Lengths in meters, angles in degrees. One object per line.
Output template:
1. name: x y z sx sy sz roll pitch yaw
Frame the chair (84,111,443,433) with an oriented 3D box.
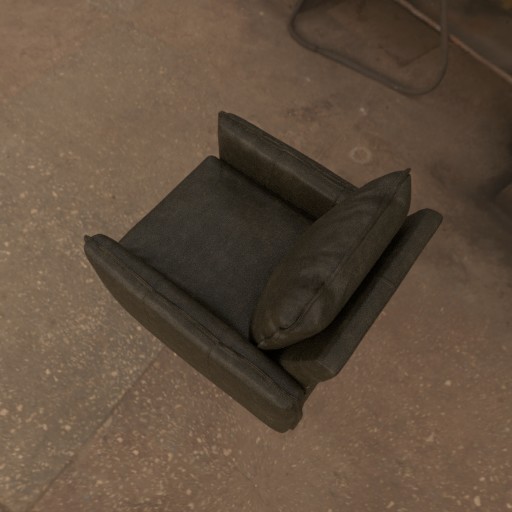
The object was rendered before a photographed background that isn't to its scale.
1. chair: 0.000 0.000 1.590 0.921 0.921 0.830 34 68 16
